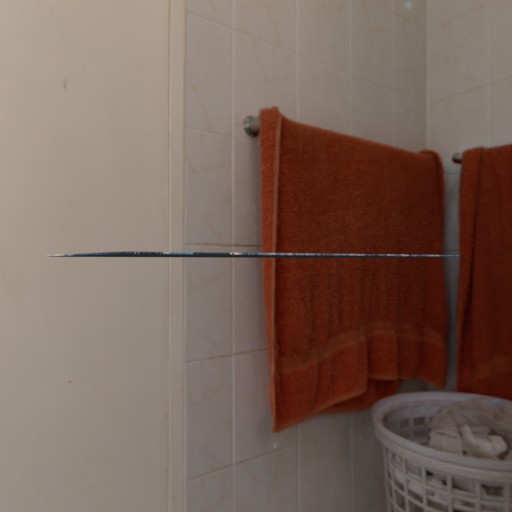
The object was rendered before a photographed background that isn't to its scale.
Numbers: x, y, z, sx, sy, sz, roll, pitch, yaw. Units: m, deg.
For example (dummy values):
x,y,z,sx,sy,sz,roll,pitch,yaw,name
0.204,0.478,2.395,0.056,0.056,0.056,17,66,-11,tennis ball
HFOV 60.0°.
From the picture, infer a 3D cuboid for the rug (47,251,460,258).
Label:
x,y,z,sx,sy,sz,roll,pitch,yaw,name
0.000,0.000,2.343,1.836,0.009,1.232,0,-1,-35,rug
